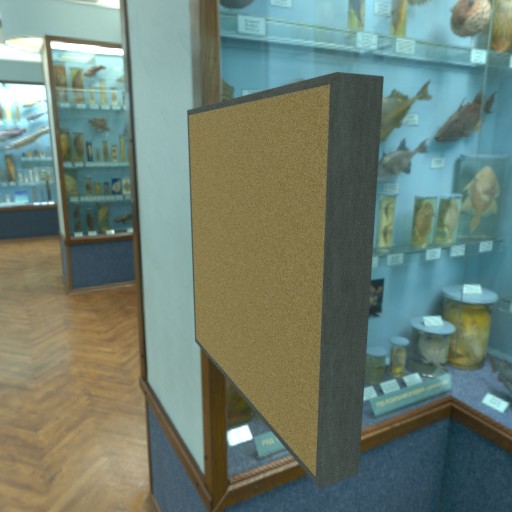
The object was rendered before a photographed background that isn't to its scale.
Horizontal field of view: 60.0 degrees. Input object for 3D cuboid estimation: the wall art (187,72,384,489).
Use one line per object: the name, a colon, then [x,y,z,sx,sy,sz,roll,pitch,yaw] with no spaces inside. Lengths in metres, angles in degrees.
wall art: [0.000,0.000,0.448,0.038,0.302,0.303,-7,15,-25]
